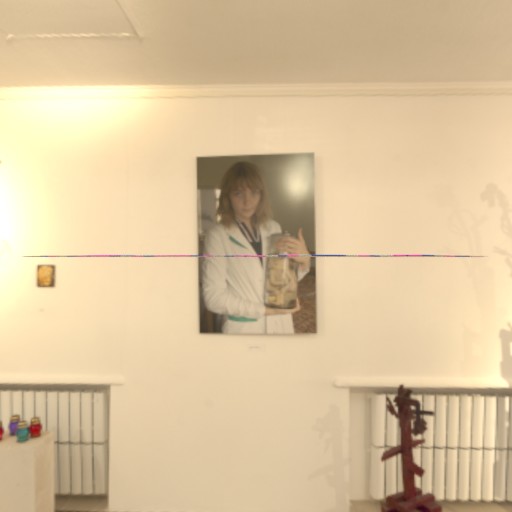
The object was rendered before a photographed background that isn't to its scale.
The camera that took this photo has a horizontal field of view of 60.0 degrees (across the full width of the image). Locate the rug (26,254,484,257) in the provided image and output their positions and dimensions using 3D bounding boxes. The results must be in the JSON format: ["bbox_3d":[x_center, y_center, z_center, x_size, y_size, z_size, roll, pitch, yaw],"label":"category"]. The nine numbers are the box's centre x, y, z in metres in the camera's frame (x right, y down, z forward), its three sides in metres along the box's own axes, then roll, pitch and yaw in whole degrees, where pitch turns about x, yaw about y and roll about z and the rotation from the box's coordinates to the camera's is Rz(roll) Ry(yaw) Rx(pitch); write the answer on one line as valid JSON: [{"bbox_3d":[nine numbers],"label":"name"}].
[{"bbox_3d":[0.000,0.000,2.961,2.350,0.013,1.539,0,0,2],"label":"rug"}]
